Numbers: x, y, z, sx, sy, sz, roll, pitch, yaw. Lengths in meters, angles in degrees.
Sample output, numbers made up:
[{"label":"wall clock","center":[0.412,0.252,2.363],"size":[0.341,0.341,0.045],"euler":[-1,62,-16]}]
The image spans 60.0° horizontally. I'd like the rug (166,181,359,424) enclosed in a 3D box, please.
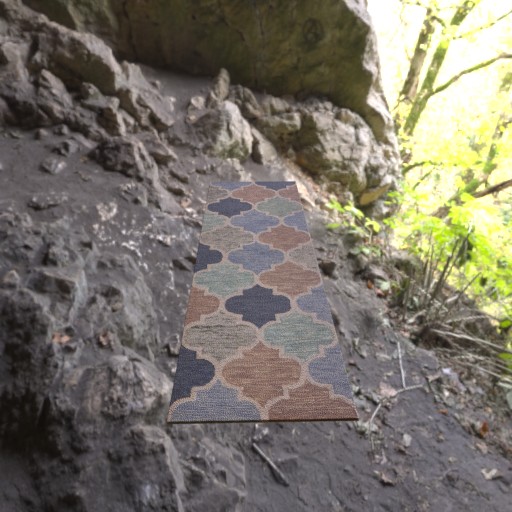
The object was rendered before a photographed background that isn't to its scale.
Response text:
[{"label":"rug","center":[0.000,0.000,2.554],"size":[0.687,0.011,2.287],"euler":[-1,31,-1]}]
